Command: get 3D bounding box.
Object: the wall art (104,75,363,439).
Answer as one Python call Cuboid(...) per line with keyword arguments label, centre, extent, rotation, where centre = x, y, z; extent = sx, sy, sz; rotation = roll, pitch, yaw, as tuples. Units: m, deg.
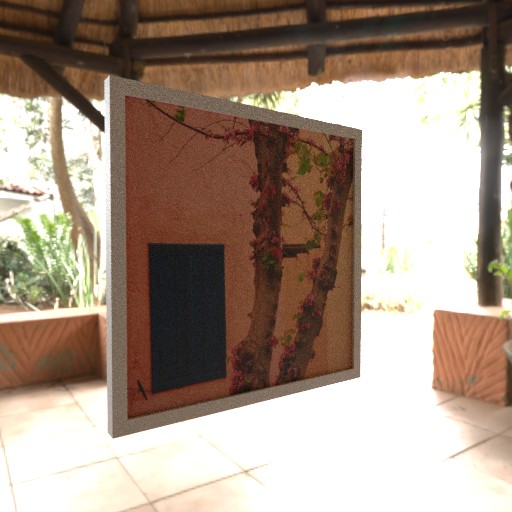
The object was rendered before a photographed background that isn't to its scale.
Cuboid(label="wall art", centre=(0.000, 0.000, 1.159), extent=(0.762, 0.762, 0.038), rotation=(-1, 2, -35))
